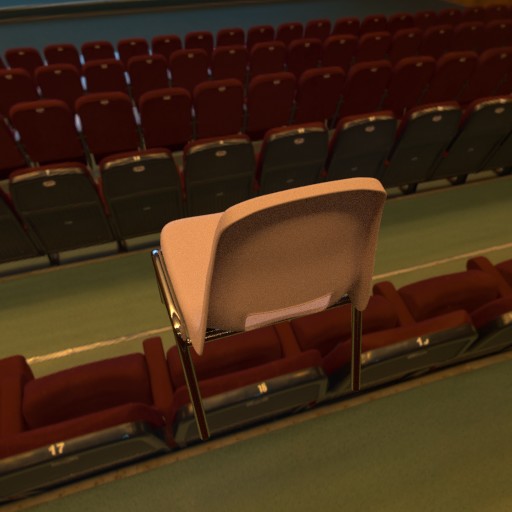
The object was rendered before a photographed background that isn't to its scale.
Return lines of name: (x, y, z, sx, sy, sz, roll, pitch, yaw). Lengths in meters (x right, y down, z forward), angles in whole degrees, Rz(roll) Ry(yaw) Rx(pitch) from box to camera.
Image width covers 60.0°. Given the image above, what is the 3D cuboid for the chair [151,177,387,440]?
chair: (0.000, 0.000, 0.789, 0.354, 0.537, 0.385, -13, 45, -13)
